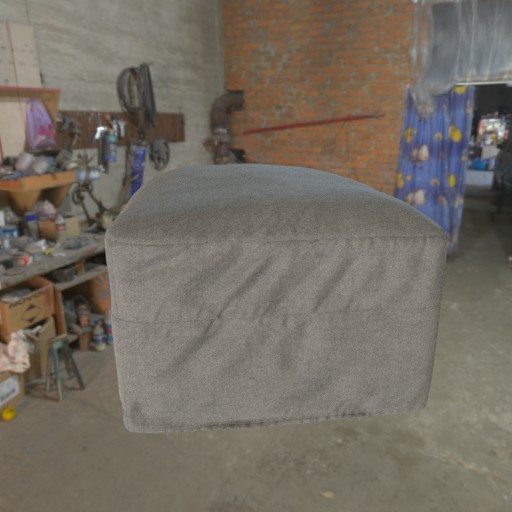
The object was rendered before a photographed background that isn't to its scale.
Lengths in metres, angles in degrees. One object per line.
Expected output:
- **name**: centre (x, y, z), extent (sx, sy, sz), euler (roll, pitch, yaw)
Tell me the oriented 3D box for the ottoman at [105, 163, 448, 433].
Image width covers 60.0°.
- **ottoman**: centre (0.000, 0.000, 1.223), extent (0.683, 0.481, 0.837), euler (-3, 16, -9)
